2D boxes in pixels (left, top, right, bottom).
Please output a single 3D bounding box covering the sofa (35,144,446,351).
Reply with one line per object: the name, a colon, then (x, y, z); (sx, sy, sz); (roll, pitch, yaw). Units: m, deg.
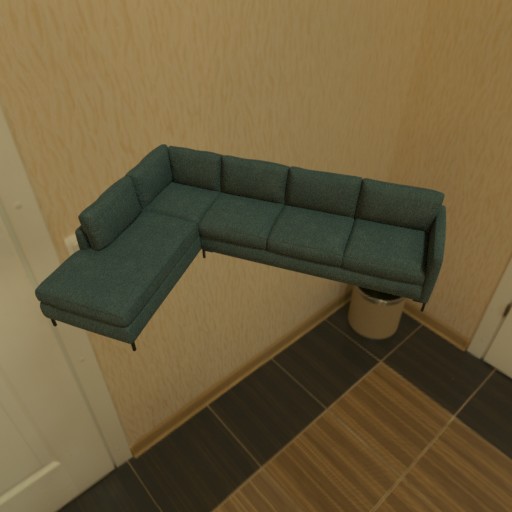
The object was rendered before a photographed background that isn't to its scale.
sofa: (0.000, 0.000, 3.731); (2.949, 0.815, 2.007); (13, 42, 15)
